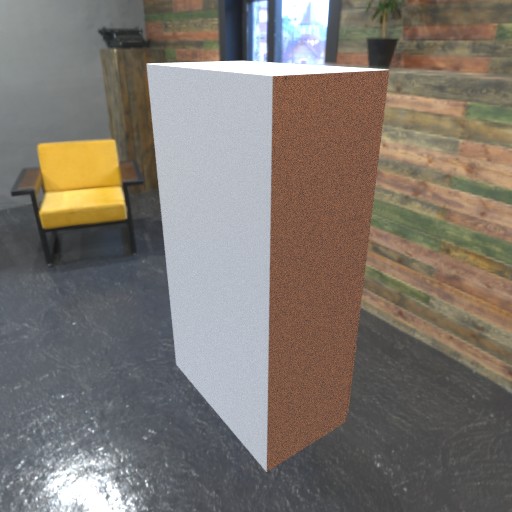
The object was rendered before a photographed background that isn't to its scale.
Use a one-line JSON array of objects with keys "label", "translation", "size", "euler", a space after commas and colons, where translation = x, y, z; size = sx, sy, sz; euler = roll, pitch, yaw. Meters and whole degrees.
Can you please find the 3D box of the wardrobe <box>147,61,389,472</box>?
[{"label": "wardrobe", "translation": [0.000, 0.000, 2.295], "size": [0.577, 1.808, 0.991], "euler": [-17, 31, -32]}]
